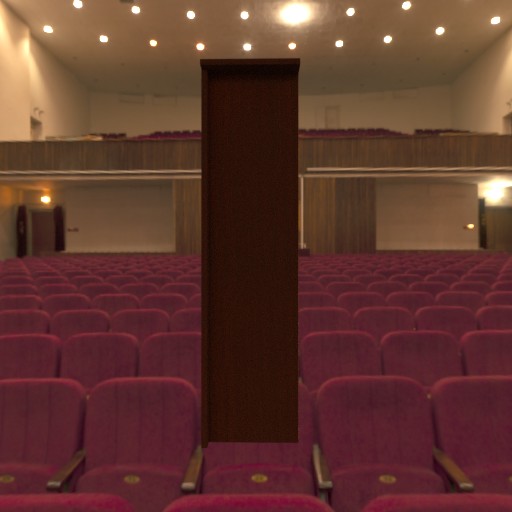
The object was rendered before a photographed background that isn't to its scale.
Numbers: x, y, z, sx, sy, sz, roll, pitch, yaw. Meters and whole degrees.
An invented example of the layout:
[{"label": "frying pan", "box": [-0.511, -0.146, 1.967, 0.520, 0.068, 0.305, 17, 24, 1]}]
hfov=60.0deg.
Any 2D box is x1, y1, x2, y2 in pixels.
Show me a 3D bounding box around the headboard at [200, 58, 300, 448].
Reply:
[{"label": "headboard", "box": [0.000, 0.000, 2.063, 0.279, 1.092, 1.671, 0, 0, 1]}]
